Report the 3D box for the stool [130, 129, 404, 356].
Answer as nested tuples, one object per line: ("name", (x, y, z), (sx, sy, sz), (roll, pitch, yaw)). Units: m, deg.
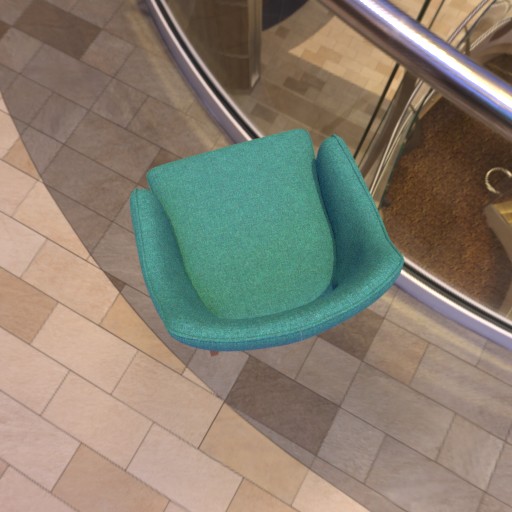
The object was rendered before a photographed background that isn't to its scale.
("stool", (0.000, 0.000, 1.267), (0.548, 0.961, 0.556), (-16, 76, -4))
